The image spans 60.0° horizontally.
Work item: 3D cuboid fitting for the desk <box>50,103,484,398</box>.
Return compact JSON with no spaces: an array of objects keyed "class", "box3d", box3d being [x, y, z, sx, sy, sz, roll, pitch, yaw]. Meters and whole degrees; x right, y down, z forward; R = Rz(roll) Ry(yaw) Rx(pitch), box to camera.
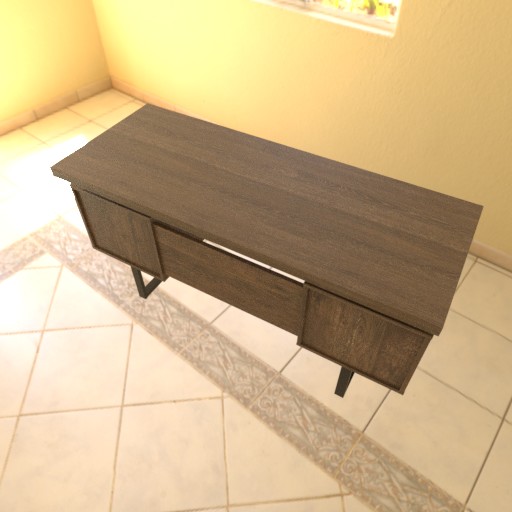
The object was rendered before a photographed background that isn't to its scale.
[{"class":"desk","box3d":[0.000,0.000,1.932,1.524,0.760,0.600,22,50,20]}]
